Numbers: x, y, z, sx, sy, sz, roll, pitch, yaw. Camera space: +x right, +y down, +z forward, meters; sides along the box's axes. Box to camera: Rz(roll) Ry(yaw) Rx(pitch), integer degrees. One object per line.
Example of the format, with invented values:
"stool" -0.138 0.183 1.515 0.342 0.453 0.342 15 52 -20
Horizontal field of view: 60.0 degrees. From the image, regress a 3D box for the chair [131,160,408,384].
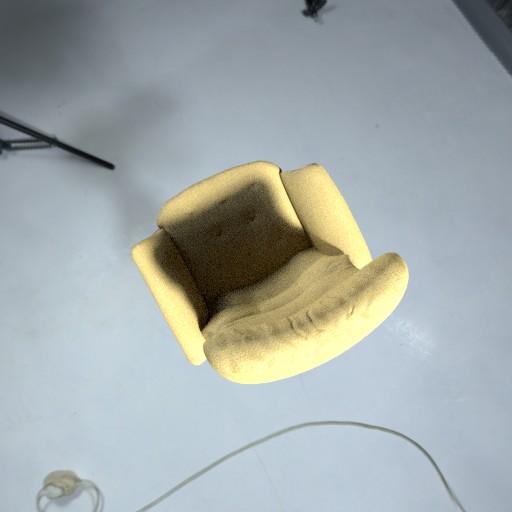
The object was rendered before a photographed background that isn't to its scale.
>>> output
"chair" 0.000 0.000 1.578 0.785 0.995 0.837 -26 76 -7
